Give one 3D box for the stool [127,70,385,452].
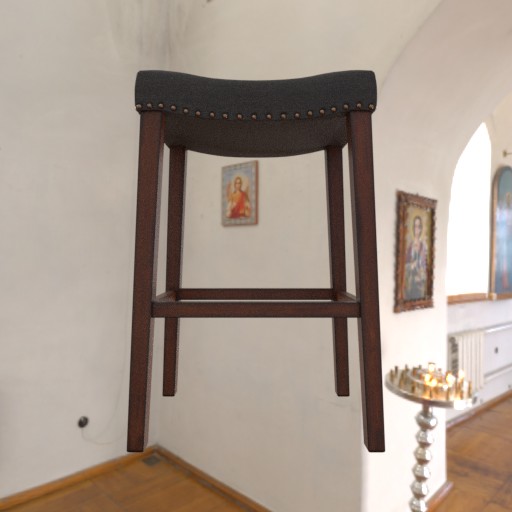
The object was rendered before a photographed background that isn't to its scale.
[{"bbox_3d":[0.000,0.000,1.037,0.502,0.760,0.366,0,1,0],"label":"stool"}]
